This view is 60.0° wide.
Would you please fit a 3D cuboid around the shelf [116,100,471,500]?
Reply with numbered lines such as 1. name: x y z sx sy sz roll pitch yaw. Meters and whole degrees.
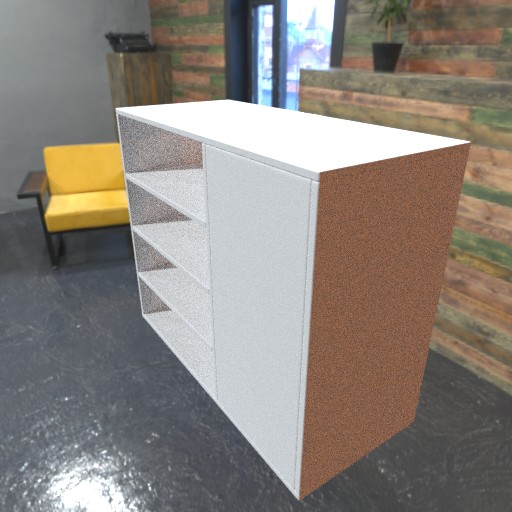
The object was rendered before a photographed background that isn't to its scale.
1. shelf: 0.000 0.000 1.245 0.396 0.732 0.895 -17 30 -31
